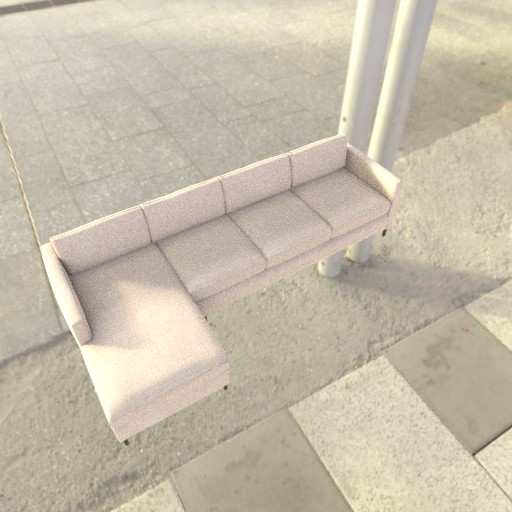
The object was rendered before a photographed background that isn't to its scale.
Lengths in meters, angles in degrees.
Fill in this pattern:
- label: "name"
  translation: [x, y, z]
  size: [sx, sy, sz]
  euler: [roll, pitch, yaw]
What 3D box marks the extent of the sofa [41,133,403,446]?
- label: "sofa"
  translation: [0.000, 0.000, 3.531]
  size: [2.923, 0.816, 1.469]
  euler: [-24, 51, -22]
